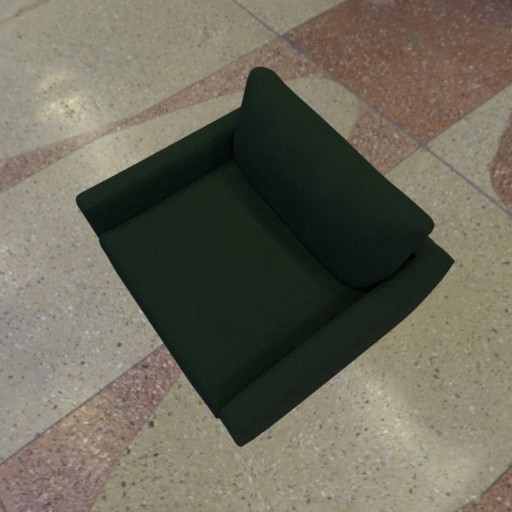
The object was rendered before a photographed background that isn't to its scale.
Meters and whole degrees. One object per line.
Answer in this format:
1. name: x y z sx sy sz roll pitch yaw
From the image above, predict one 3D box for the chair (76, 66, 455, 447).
1. chair: 0.000 0.000 1.591 0.866 0.861 0.963 -34 68 -16
